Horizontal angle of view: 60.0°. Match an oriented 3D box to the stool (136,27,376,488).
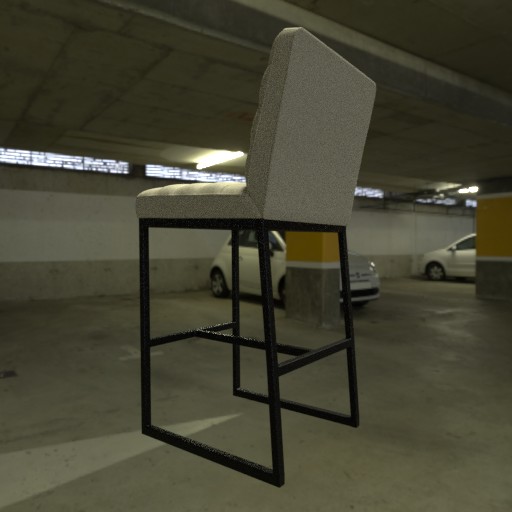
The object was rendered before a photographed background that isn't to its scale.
[{"bbox_3d":[0.000,0.000,1.307,0.560,1.040,0.460,1,2,37],"label":"stool"}]
